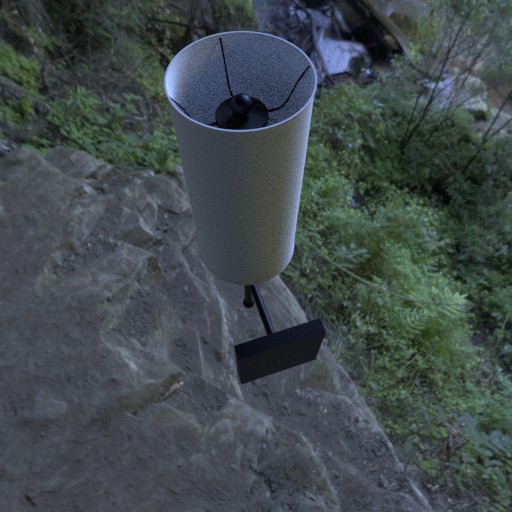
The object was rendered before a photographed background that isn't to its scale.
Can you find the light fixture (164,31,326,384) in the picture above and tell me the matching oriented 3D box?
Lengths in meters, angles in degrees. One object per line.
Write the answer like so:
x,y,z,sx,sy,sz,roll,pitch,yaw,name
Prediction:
0.000,0.000,0.551,0.128,0.462,0.208,-16,61,-9,light fixture
